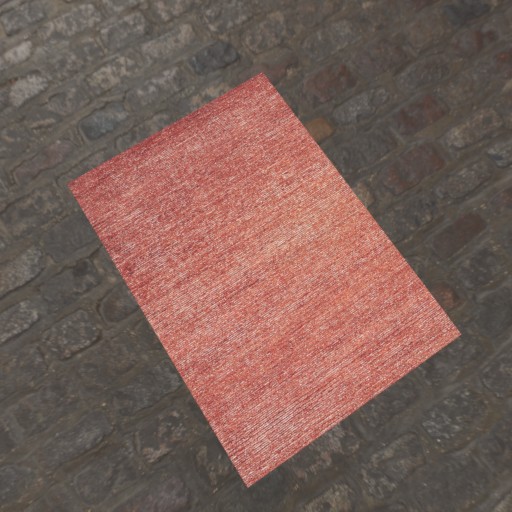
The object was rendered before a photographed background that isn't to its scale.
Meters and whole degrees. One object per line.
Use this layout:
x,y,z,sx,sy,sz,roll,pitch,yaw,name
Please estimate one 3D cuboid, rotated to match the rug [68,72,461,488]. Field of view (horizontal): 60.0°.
0.000,0.000,5.083,2.803,0.025,3.965,-32,78,-8,rug
